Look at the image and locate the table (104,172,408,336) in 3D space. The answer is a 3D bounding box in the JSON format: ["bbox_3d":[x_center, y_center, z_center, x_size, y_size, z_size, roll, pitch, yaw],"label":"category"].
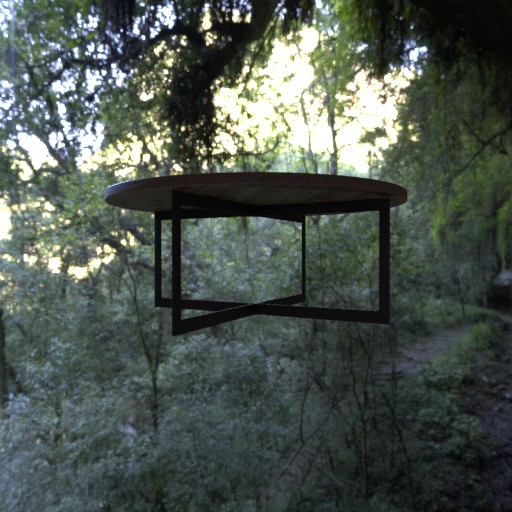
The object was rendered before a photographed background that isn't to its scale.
[{"bbox_3d":[0.000,0.000,1.956,1.264,0.516,1.264,0,1,0],"label":"table"}]
